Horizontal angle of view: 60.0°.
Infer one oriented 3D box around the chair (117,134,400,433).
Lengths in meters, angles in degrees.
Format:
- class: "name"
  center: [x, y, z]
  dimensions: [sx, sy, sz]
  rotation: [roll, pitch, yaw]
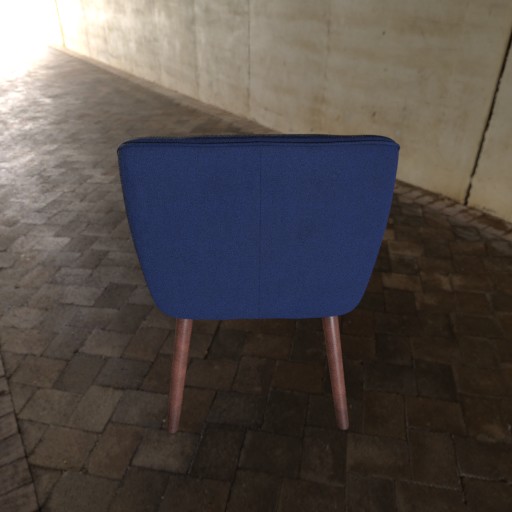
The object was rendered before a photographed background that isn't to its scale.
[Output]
- class: "chair"
  center: [0.000, 0.000, 1.220]
  dimensions: [0.600, 0.820, 0.600]
  rotation: [-1, 31, -1]
